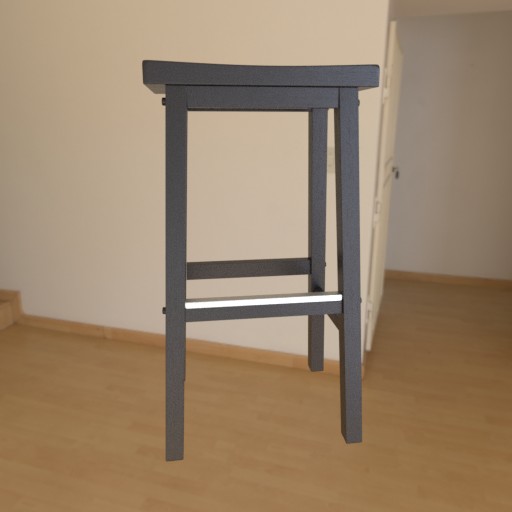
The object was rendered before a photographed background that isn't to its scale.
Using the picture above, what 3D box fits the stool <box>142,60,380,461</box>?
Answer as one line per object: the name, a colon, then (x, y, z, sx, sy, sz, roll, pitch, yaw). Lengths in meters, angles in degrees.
stool: (0.000, 0.000, 0.954, 0.406, 0.742, 0.322, -2, 16, -8)
